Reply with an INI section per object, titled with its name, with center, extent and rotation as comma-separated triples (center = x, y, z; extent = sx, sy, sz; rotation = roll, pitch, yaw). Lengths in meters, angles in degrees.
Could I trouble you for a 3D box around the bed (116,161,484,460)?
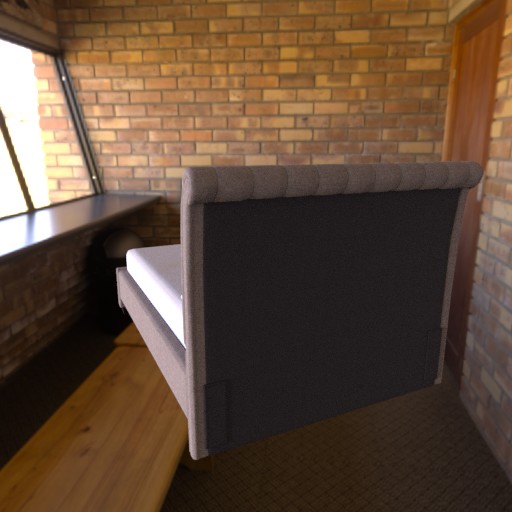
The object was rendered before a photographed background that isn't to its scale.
[bed]
center = 0.000, 0.000, 3.169
extent = 1.645, 1.371, 2.252
rotation = -7, 16, -25
